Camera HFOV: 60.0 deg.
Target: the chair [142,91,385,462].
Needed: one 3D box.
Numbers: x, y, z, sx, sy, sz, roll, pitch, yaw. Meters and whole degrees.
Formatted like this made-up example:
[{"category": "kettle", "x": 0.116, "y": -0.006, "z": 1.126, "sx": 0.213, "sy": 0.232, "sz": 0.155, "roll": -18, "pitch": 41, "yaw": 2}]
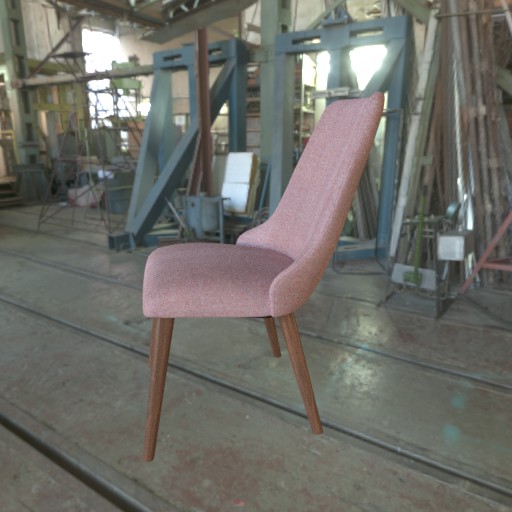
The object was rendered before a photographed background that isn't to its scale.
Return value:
[{"category": "chair", "x": 0.000, "y": 0.000, "z": 1.330, "sx": 0.707, "sy": 0.918, "sz": 0.535, "roll": -3, "pitch": 15, "yaw": -10}]
